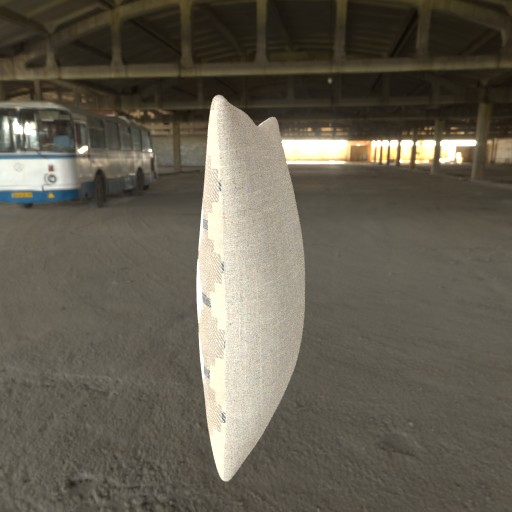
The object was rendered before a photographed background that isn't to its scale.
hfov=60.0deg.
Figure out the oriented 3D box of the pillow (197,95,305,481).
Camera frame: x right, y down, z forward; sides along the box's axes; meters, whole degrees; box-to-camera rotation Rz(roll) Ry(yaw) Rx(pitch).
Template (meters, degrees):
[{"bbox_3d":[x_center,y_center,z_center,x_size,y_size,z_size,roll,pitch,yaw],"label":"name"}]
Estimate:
[{"bbox_3d":[0.000,0.000,0.865,0.192,0.558,0.578,2,13,9],"label":"pillow"}]
